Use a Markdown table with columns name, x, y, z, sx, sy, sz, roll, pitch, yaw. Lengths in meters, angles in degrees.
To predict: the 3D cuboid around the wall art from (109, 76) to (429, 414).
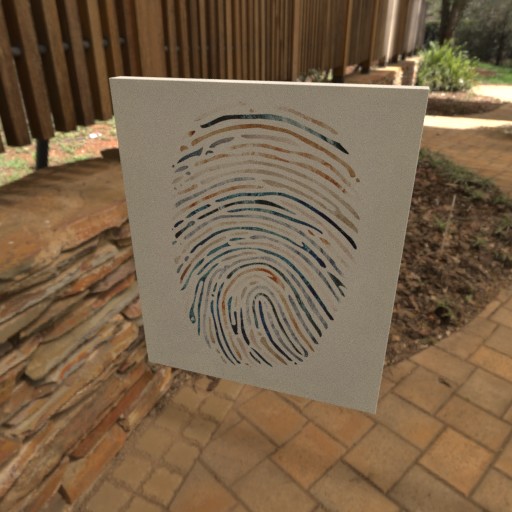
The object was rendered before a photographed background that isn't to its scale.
| name | x | y | z | sx | sy | sz | roll | pitch | yaw |
| --- | --- | --- | --- | --- | --- | --- | --- | --- | --- |
| wall art | 0.000 | 0.000 | 0.825 | 0.508 | 0.606 | 0.037 | 8 | 28 | 16 |
